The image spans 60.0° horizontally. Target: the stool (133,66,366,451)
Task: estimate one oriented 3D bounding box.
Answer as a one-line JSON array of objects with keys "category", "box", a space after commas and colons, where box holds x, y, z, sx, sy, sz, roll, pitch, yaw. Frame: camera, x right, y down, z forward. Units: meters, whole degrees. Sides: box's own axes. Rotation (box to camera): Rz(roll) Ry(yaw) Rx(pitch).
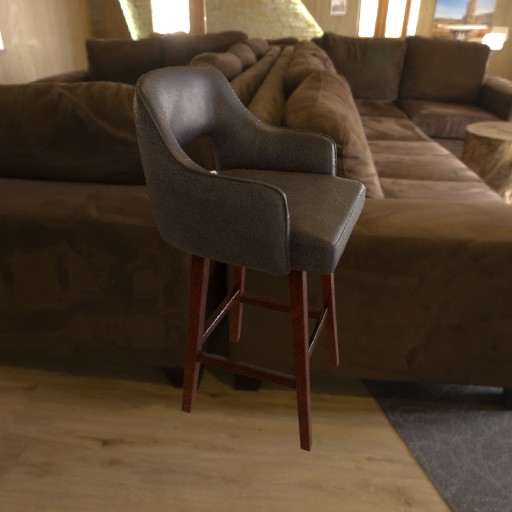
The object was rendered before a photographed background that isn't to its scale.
[{"category": "stool", "box": [0.000, 0.000, 1.350, 0.560, 1.041, 0.550, 10, 30, 19]}]
